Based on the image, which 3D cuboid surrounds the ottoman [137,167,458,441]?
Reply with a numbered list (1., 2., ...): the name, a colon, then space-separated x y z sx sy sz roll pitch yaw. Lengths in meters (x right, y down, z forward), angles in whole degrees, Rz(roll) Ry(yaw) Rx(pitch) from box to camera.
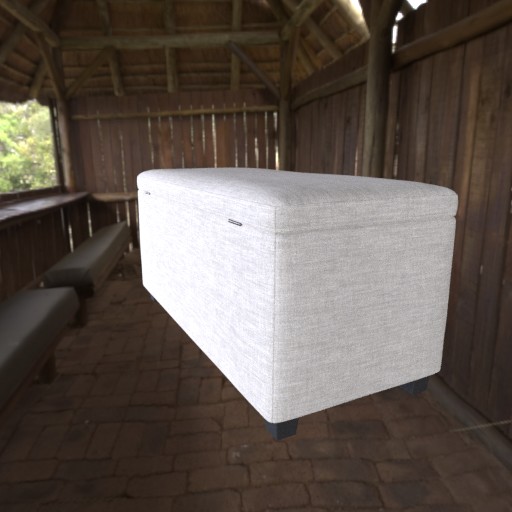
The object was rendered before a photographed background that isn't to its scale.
1. ottoman: 0.000 0.000 1.149 0.419 0.432 0.902 -7 15 -27
